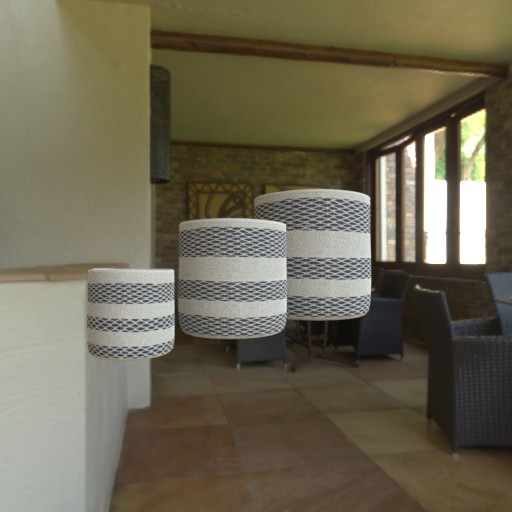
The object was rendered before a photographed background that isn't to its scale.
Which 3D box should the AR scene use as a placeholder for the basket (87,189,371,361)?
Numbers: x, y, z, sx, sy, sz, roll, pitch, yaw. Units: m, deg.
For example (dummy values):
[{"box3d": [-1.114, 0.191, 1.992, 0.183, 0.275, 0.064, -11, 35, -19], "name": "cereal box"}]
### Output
[{"box3d": [0.000, 0.000, 1.116, 0.351, 0.356, 0.917, 0, 0, 36], "name": "basket"}]
